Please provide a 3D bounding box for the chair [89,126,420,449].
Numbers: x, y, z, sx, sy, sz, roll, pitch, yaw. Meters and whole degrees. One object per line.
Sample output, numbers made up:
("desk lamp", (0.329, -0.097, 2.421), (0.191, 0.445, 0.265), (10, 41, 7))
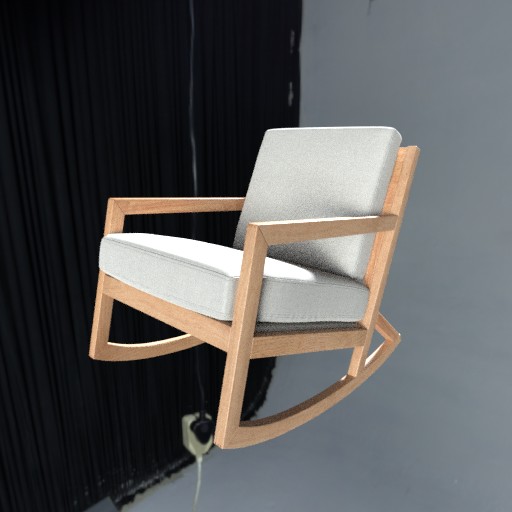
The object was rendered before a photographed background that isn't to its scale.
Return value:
("chair", (0.000, 0.000, 1.396), (0.622, 0.790, 0.857), (14, 20, 42))
